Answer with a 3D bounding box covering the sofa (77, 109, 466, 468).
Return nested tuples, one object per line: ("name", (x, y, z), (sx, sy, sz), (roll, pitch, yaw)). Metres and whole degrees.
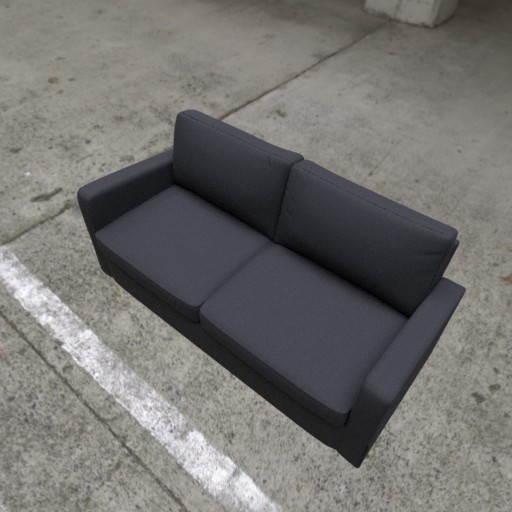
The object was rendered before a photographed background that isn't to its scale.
("sofa", (0.000, 0.000, 2.277), (1.852, 0.839, 0.898), (31, 54, 26))
